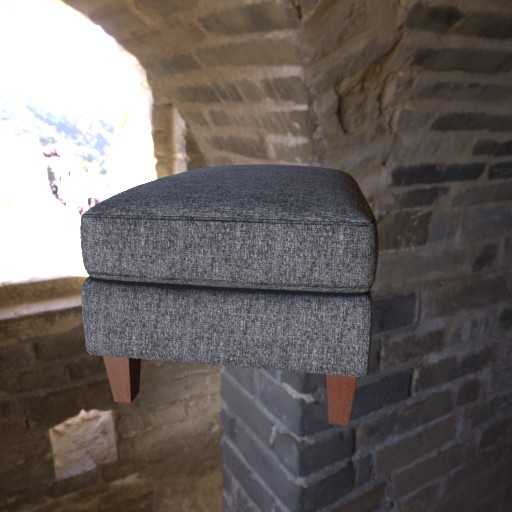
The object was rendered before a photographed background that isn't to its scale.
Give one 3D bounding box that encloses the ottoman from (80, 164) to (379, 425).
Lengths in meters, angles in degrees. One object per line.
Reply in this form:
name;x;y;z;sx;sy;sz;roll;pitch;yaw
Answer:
ottoman;0.000;0.000;1.242;0.584;0.483;0.864;2;16;9
